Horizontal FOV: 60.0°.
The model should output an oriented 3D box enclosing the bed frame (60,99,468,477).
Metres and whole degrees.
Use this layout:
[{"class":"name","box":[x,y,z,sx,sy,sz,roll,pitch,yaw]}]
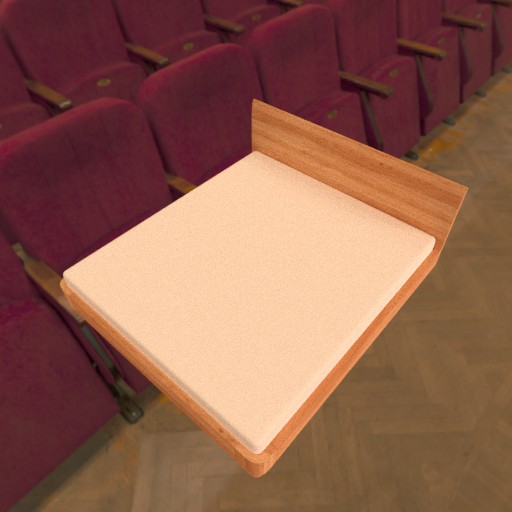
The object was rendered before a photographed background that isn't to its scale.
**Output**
[{"class":"bed frame","box":[0.000,0.000,3.125,1.872,0.940,2.092,32,54,27]}]
